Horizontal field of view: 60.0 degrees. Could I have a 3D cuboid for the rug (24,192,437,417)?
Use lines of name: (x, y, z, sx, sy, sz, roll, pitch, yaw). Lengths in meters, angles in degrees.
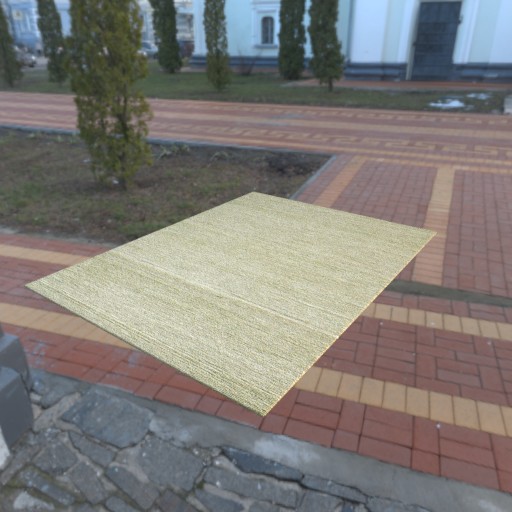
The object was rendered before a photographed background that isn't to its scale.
rug: (0.000, 0.000, 4.184, 2.425, 0.016, 3.198, 17, 31, 32)
